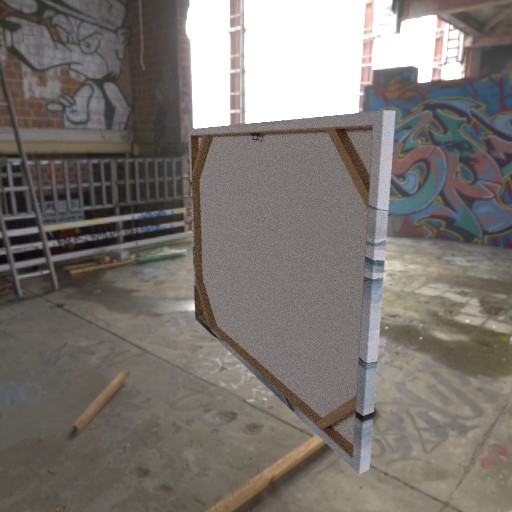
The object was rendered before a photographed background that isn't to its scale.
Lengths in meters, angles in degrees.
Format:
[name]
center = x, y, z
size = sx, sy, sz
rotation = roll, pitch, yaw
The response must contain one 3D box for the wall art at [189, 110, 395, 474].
[wall art]
center = 0.000, 0.000, 1.584
size = 0.039, 0.915, 1.219
rotation = -7, 16, -27
